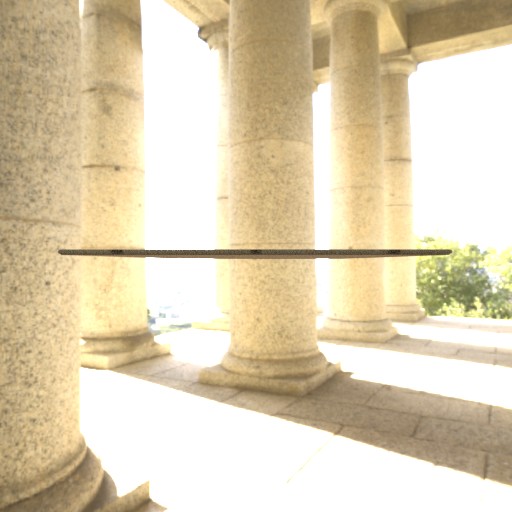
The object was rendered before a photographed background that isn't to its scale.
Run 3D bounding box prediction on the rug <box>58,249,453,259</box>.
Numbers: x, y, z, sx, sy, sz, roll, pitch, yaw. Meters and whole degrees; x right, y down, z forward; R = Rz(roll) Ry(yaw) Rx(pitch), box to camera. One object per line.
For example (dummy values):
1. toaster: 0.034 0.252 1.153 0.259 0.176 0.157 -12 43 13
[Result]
1. rug: 0.000 0.000 3.347 1.801 0.026 2.701 0 -1 0
